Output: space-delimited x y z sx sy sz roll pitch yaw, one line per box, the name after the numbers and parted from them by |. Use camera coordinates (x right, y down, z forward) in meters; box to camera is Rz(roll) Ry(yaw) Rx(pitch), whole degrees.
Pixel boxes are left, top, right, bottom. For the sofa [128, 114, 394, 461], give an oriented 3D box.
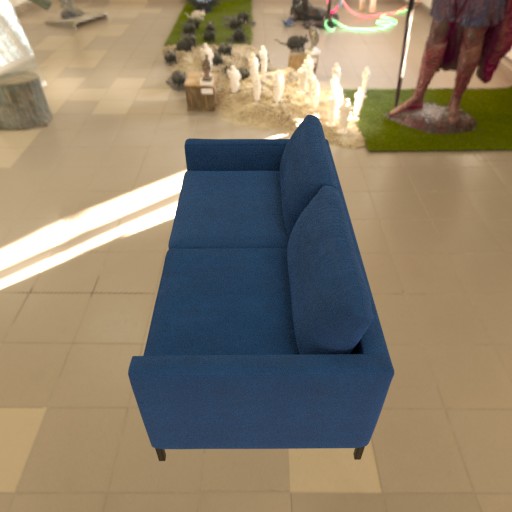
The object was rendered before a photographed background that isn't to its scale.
0.000 0.000 2.151 0.875 0.817 1.676 0 41 0 | sofa
